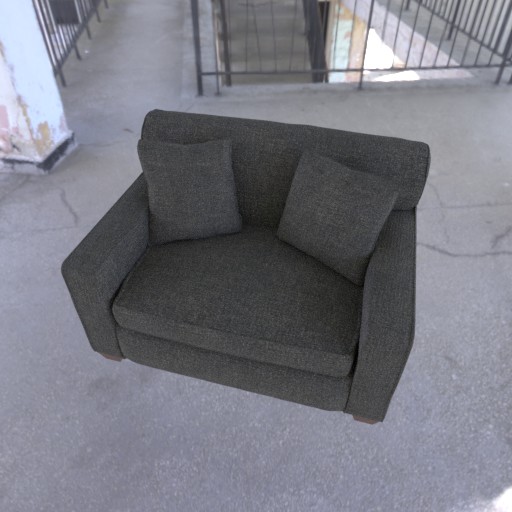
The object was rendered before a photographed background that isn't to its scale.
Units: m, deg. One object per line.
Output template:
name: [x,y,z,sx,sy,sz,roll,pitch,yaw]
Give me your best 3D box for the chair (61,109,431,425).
chair: [0.000,0.000,2.063,1.383,0.948,1.000,10,43,11]
